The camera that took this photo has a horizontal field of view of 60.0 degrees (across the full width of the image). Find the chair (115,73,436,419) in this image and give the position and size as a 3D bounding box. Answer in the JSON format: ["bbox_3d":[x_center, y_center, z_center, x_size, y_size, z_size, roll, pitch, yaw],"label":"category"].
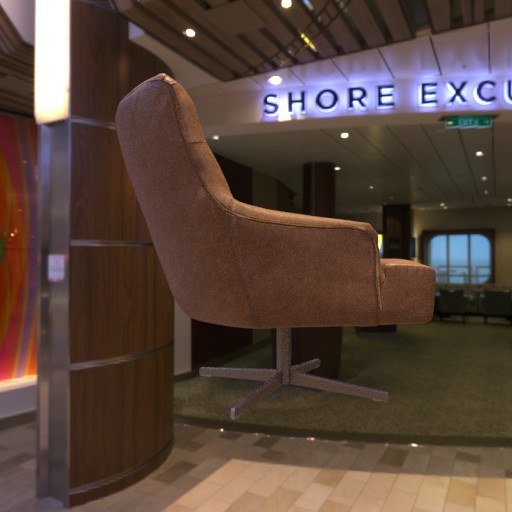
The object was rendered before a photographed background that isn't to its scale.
[{"bbox_3d":[0.000,0.000,1.442,0.874,0.869,0.729,0,0,-17],"label":"chair"}]
